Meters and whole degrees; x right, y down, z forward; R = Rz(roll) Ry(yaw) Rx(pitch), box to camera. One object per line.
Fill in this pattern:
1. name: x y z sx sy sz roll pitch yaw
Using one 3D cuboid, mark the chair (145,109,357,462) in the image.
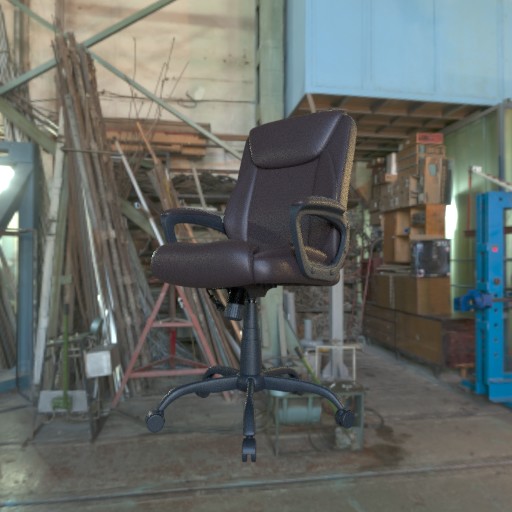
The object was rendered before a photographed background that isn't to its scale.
1. chair: 0.000 0.000 1.490 0.615 1.072 0.655 0 -1 35
